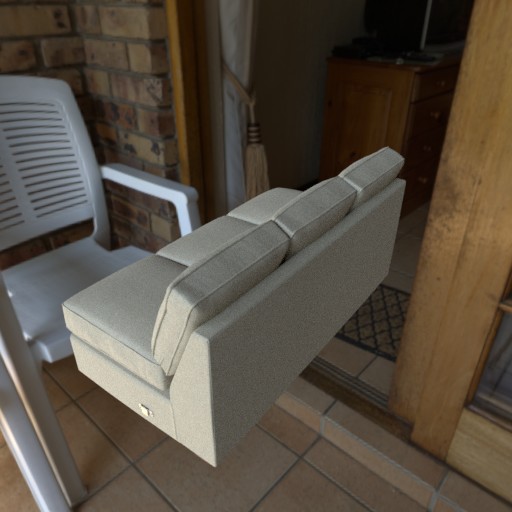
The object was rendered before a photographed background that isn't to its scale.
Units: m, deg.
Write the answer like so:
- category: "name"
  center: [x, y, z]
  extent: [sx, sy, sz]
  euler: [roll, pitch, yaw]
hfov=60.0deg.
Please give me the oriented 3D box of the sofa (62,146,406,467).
- category: "sofa"
  center: [0.000, 0.000, 2.605]
  extent: [1.027, 0.973, 1.962]
  euler: [21, 36, 31]
